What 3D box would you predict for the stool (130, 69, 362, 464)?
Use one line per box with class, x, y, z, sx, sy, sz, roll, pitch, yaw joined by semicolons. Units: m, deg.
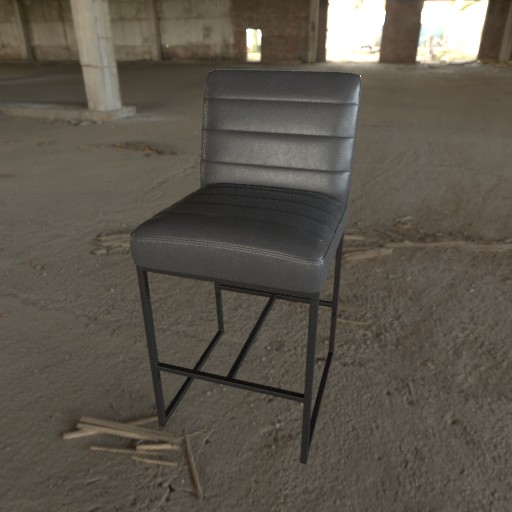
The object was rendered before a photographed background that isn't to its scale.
stool;0.000;0.000;1.244;0.457;0.938;0.552;8;27;16
